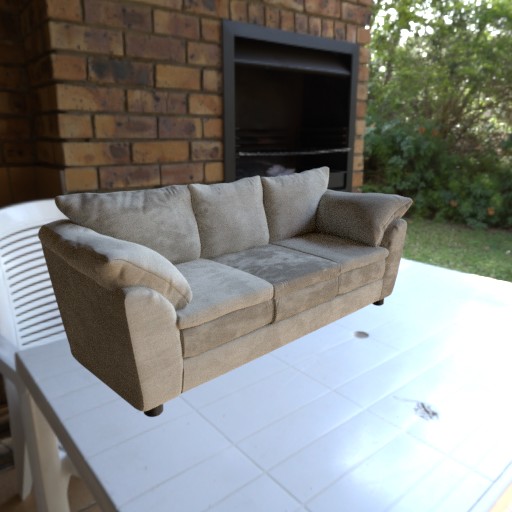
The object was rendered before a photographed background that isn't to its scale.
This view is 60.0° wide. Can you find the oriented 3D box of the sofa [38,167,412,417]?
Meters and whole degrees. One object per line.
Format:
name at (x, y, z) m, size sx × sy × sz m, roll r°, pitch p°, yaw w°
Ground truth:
sofa at (0.000, 0.000, 2.778) m, size 2.377 × 0.981 × 0.893 m, roll -14°, pitch 21°, yaw -43°
